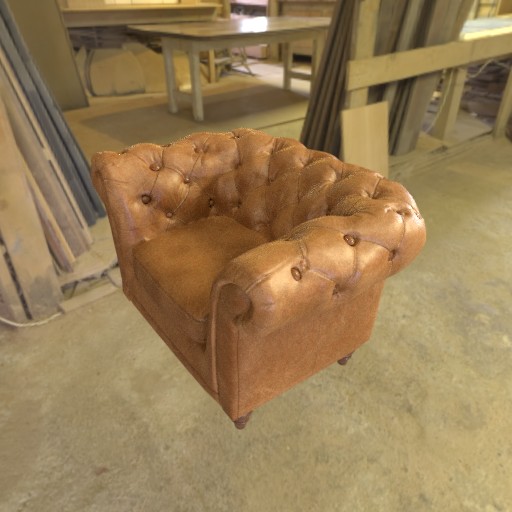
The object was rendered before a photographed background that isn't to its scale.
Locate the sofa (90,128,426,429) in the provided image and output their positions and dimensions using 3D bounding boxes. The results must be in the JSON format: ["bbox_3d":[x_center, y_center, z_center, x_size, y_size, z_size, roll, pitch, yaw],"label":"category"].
[{"bbox_3d":[0.000,0.000,2.075,1.033,0.878,1.405,-22,38,-30],"label":"sofa"}]
